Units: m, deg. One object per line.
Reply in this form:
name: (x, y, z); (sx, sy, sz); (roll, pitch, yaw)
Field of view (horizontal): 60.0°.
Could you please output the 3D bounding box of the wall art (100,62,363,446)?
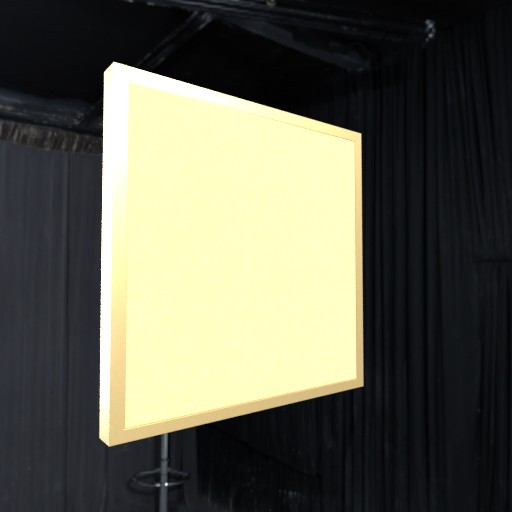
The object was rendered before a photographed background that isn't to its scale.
wall art: (0.000, 0.000, 1.904); (1.284, 1.284, 0.095); (2, -3, -37)
